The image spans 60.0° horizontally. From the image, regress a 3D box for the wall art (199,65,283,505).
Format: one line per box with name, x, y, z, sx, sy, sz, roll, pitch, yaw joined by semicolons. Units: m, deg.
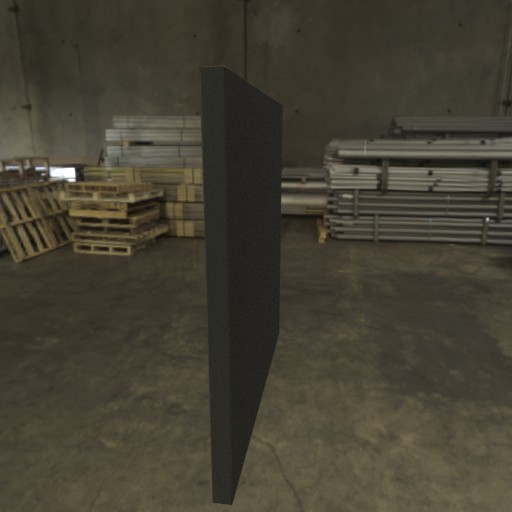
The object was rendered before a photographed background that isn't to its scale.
wall art;0.000;0.000;1.095;0.038;0.762;0.762;2;15;9
